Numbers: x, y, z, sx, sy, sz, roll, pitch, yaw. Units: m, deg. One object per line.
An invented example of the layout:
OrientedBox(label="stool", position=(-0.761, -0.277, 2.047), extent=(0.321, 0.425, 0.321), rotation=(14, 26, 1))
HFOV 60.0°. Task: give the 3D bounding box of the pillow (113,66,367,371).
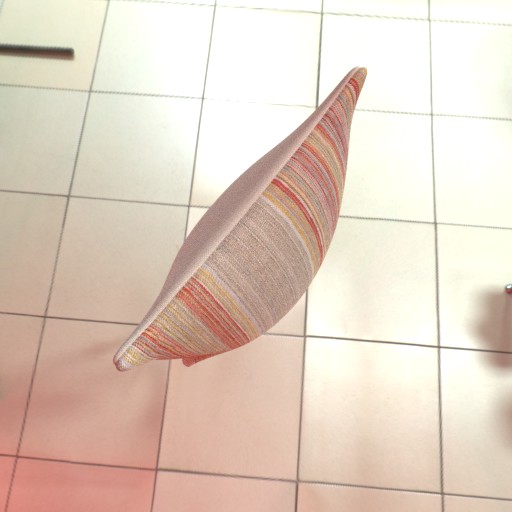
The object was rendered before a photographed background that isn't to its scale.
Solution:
OrientedBox(label="pillow", position=(0.000, 0.000, 0.702), extent=(0.191, 0.449, 0.451), rotation=(37, 78, 9))
